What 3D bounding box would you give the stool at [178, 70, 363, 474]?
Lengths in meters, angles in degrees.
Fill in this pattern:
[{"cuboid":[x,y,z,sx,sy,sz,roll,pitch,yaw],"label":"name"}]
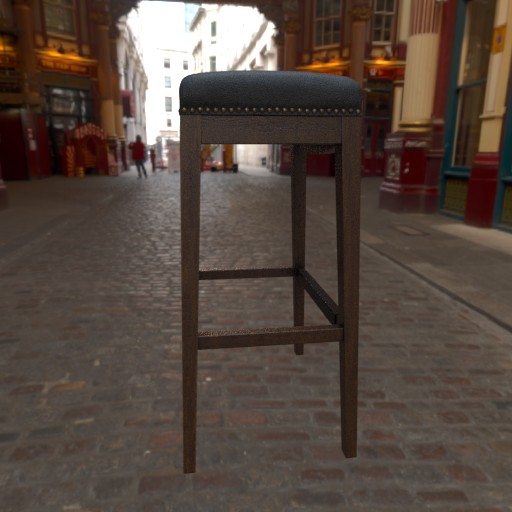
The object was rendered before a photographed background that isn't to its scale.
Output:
[{"cuboid":[0.000,0.000,1.056,0.361,0.765,0.500,-2,14,-7],"label":"stool"}]
